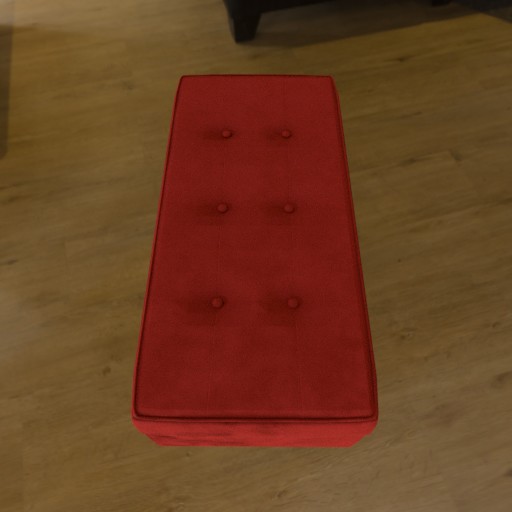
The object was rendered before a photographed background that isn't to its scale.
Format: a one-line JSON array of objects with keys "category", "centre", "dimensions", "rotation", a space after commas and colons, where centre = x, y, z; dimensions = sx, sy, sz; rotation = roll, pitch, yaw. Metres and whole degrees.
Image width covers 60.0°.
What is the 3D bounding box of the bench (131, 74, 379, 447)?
[{"category": "bench", "centre": [0.000, 0.000, 1.272], "dimensions": [0.492, 0.471, 1.016], "rotation": [0, 59, 0]}]
